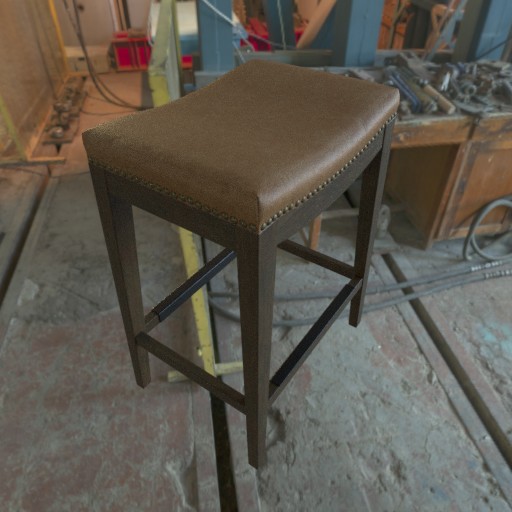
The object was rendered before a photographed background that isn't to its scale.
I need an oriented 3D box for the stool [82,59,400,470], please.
[{"bbox_3d":[0.000,0.000,0.951,0.361,0.660,0.500,24,46,26],"label":"stool"}]
